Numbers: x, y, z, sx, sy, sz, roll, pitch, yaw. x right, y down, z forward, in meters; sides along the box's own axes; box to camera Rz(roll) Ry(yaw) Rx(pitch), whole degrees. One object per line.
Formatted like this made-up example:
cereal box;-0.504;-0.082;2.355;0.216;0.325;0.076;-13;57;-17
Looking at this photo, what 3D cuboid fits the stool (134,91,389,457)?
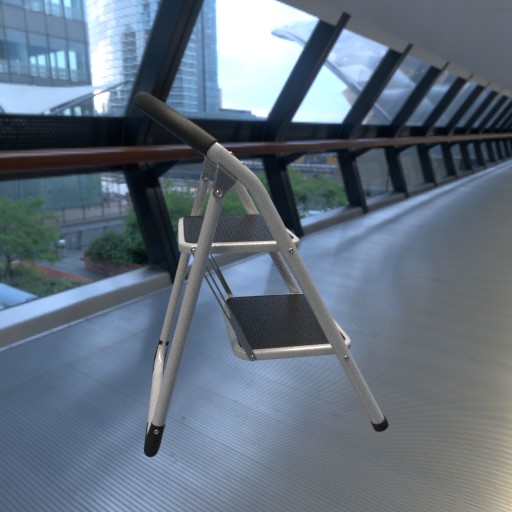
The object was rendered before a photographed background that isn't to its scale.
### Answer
stool;0.000;0.000;1.106;0.559;0.760;0.453;-2;15;-9
